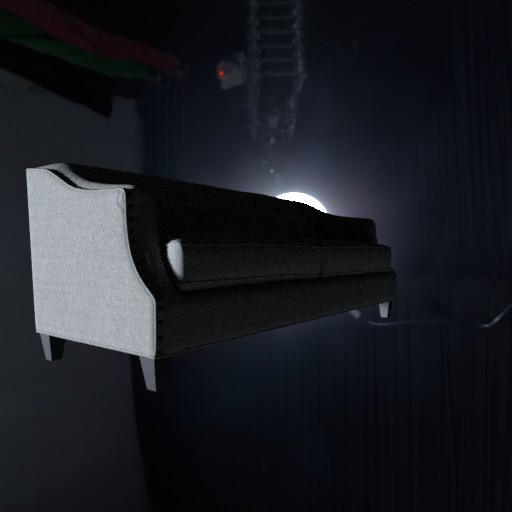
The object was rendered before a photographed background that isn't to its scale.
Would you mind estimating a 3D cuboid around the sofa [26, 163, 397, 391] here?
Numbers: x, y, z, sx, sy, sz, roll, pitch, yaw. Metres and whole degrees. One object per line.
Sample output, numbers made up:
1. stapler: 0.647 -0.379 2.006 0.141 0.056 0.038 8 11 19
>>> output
1. sofa: 0.000 0.000 2.605 0.914 0.901 2.235 1 1 37
